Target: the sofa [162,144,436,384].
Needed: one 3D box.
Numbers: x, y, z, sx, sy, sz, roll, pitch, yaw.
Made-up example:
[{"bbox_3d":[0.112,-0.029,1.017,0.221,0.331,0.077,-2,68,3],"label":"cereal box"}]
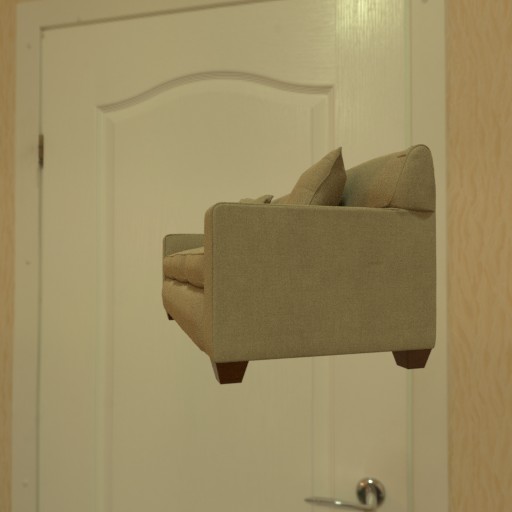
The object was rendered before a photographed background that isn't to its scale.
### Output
[{"bbox_3d":[0.000,0.000,2.647,0.997,0.958,2.024,0,-1,-17],"label":"sofa"}]
